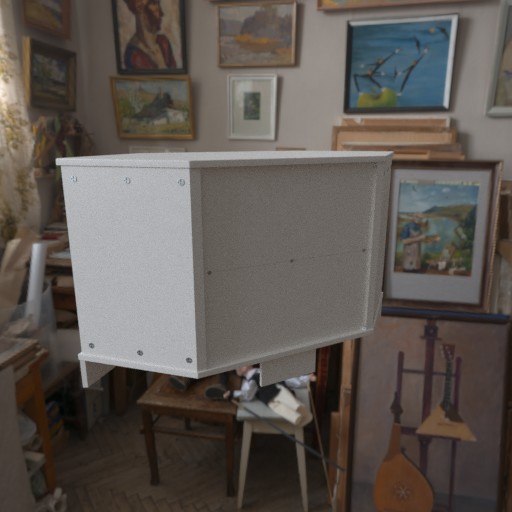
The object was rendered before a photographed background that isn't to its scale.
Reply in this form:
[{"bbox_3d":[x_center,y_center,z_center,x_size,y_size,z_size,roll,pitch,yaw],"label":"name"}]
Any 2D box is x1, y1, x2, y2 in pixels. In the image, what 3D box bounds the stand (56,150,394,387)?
[{"bbox_3d":[0.000,0.000,1.370,1.072,0.614,0.477,-8,17,-26],"label":"stand"}]
